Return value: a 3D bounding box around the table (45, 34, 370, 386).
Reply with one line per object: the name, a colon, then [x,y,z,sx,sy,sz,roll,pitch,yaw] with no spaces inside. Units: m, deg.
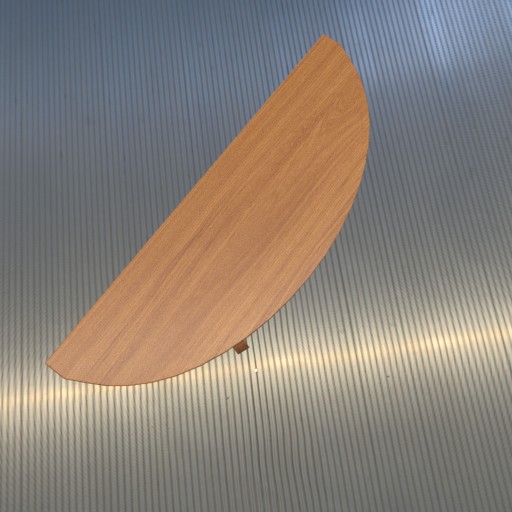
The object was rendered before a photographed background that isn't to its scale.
table: [0.000,0.000,1.509,0.394,0.692,1.198,36,78,9]
